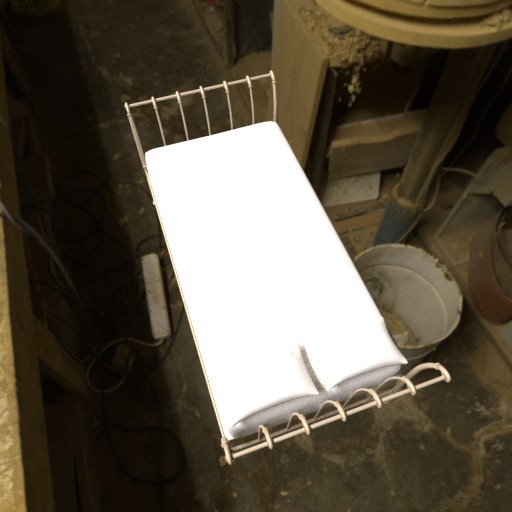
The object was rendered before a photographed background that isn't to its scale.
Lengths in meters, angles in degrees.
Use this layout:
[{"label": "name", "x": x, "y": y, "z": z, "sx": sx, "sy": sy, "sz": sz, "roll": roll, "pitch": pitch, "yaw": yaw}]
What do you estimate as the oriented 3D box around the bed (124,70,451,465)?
[{"label": "bed", "x": 0.000, "y": 0.000, "z": 2.719, "sx": 1.032, "sy": 0.873, "sz": 2.228, "roll": -16, "pitch": 60, "yaw": -10}]
